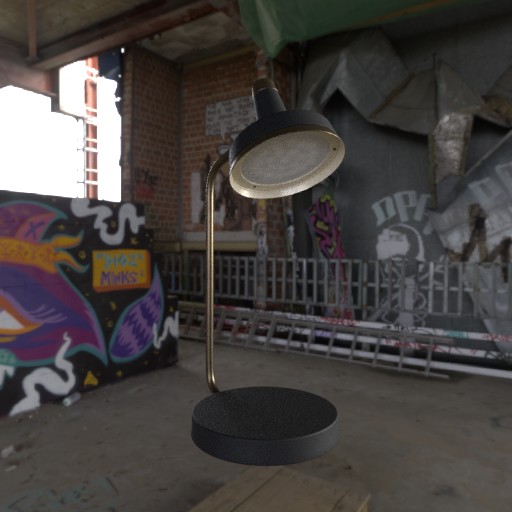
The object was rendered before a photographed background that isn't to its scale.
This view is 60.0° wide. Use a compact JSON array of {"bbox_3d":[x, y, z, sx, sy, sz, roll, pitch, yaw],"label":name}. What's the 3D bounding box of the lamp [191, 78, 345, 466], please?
[{"bbox_3d":[0.000,0.000,0.499,0.162,0.385,0.218,-1,1,-36],"label":"lamp"}]
